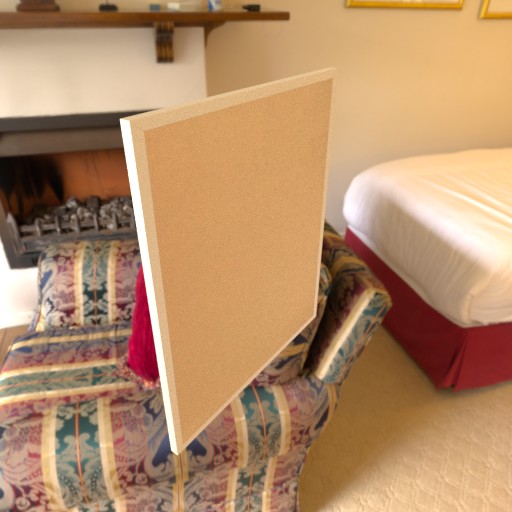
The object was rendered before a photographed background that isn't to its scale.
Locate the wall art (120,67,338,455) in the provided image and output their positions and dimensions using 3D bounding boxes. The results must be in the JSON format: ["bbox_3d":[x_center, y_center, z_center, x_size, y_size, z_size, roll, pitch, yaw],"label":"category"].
[{"bbox_3d":[0.000,0.000,0.631,0.013,0.456,0.382,21,37,31],"label":"wall art"}]
